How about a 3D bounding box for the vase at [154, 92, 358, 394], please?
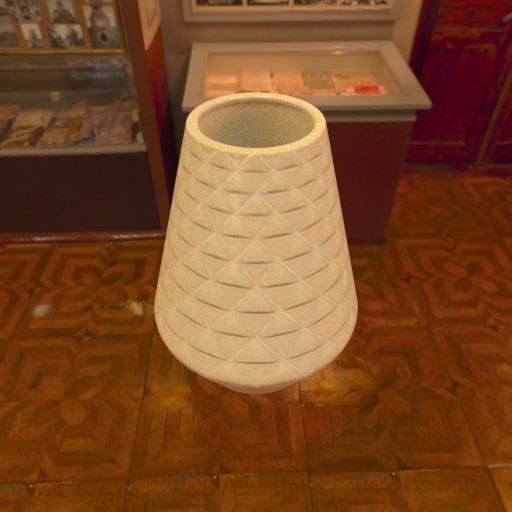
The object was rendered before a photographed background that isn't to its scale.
[{"bbox_3d":[0.000,0.000,0.355,0.175,0.230,0.175,0,42,0],"label":"vase"}]
